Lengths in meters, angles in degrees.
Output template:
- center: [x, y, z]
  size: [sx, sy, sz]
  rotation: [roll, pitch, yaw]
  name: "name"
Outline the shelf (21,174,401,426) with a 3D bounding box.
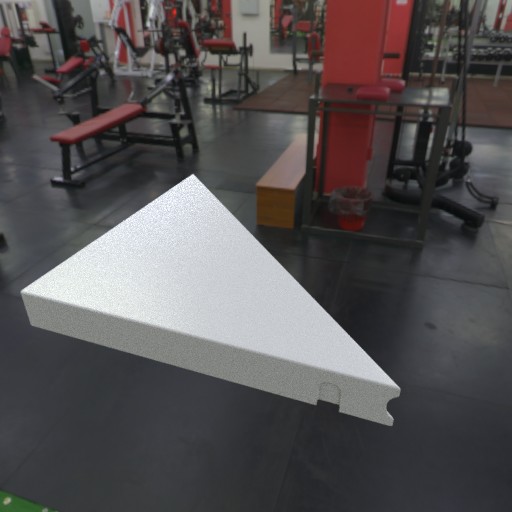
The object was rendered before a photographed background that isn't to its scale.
- center: [0.000, 0.000, 0.439]
  size: [0.296, 0.035, 0.296]
  rotation: [11, 32, 18]
  name: "shelf"
